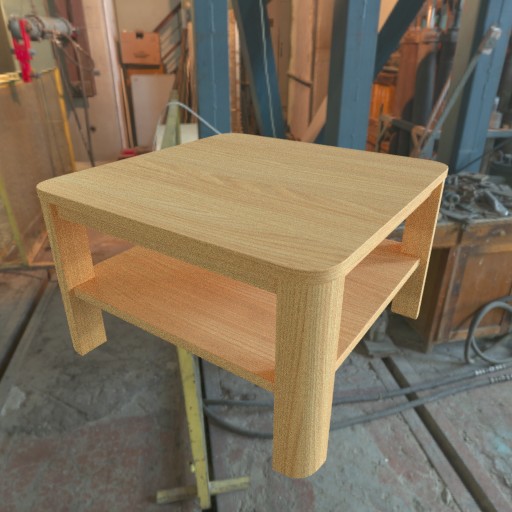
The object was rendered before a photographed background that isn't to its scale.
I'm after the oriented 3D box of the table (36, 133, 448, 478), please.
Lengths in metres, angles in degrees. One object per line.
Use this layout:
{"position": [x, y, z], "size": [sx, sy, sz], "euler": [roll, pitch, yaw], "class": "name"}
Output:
{"position": [0.000, 0.000, 1.183], "size": [0.750, 0.450, 0.750], "euler": [17, 31, 31], "class": "table"}
